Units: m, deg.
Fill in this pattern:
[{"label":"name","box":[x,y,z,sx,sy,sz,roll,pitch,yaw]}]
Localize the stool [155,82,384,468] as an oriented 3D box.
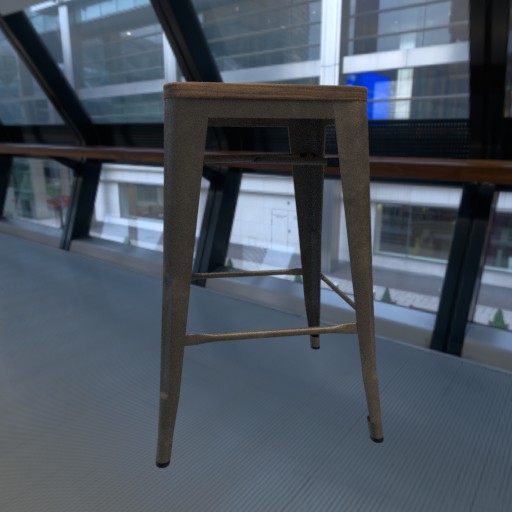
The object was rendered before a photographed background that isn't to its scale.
[{"label":"stool","box":[0.000,0.000,0.885,0.407,0.607,0.407,-2,14,-9]}]
